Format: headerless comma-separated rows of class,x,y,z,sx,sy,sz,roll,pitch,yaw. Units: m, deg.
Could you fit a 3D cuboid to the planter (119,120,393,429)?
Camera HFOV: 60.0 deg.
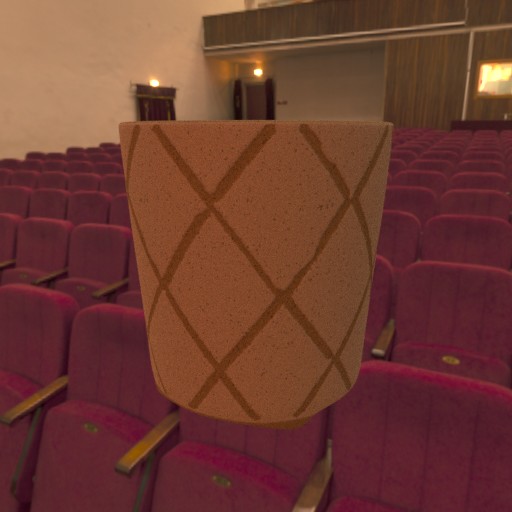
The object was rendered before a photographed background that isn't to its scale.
planter,0.000,0.000,0.347,0.191,0.199,0.191,0,16,0
